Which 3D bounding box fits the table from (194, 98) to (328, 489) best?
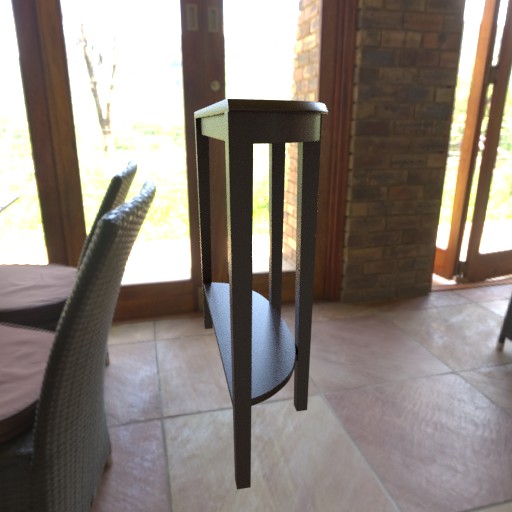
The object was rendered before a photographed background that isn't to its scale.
[{"bbox_3d":[0.000,0.000,1.310,0.274,0.831,0.909,-3,17,-11],"label":"table"}]
